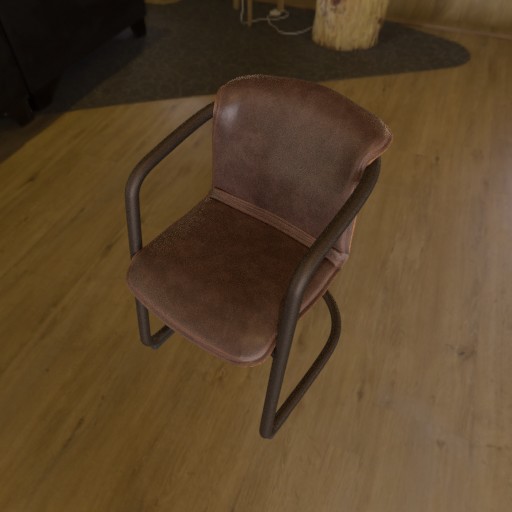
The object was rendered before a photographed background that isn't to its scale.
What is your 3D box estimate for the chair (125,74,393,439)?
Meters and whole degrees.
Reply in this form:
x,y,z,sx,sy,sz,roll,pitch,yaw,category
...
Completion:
x,y,z,sx,sy,sz,roll,pitch,yaw,category
0.000,0.000,1.280,0.536,0.836,0.664,30,54,24,chair
